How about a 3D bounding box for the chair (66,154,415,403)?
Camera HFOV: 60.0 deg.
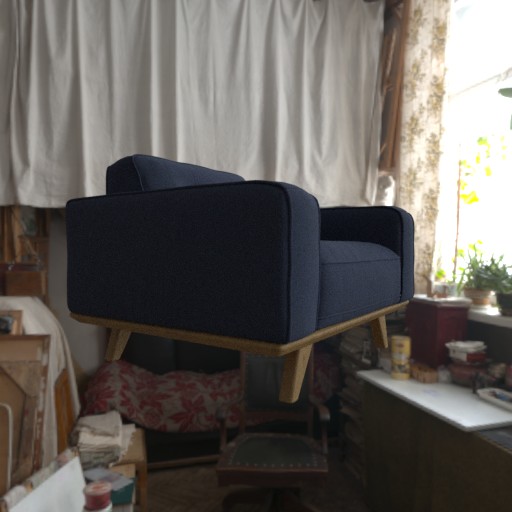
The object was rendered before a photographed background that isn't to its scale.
[{"bbox_3d":[0.000,0.000,1.761,0.953,0.783,1.118,1,2,35],"label":"chair"}]
